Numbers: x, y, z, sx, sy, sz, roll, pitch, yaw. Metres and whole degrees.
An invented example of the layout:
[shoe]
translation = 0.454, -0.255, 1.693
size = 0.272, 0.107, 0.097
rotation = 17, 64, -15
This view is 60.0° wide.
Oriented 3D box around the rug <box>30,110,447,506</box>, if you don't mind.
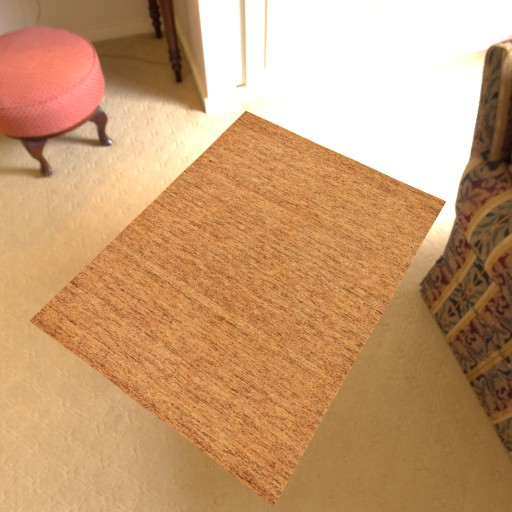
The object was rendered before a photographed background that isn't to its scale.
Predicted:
[rug]
translation = 0.000, 0.000, 4.077
size = 2.438, 0.012, 3.200
rotation = 30, 62, 17
